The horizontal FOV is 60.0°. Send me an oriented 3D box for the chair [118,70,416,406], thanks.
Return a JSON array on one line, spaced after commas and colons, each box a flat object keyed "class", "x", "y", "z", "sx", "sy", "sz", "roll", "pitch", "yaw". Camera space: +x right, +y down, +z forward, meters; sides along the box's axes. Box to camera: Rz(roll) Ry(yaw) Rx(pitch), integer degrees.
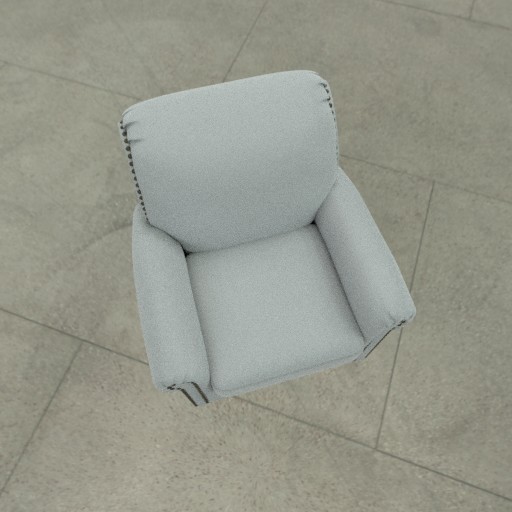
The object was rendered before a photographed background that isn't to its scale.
[{"class": "chair", "x": 0.000, "y": 0.000, "z": 1.620, "sx": 0.854, "sy": 0.927, "sz": 0.890, "roll": -14, "pitch": 64, "yaw": -7}]
